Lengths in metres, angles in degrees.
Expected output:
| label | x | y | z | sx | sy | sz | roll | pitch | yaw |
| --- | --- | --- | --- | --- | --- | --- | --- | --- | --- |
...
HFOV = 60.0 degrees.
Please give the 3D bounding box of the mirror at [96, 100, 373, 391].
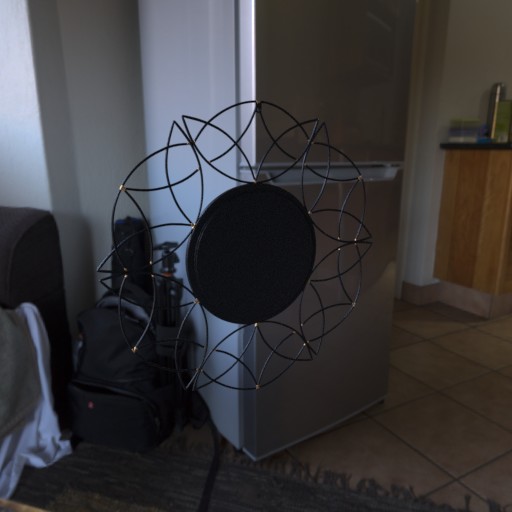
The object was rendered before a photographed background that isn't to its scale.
| label | x | y | z | sx | sy | sz | roll | pitch | yaw |
| --- | --- | --- | --- | --- | --- | --- | --- | --- | --- |
| mirror | 0.000 | 0.000 | 1.167 | 0.797 | 0.775 | 0.028 | -7 | 16 | -26 |
